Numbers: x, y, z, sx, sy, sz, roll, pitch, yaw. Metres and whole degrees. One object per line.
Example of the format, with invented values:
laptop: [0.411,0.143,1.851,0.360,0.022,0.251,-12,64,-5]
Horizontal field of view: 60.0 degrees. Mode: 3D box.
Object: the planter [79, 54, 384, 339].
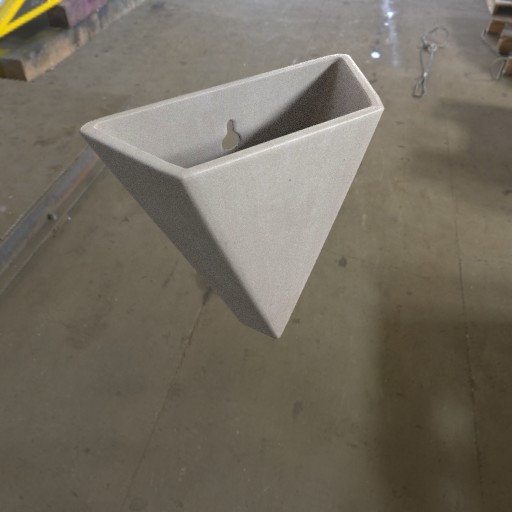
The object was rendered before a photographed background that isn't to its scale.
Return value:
planter: [0.000,0.000,0.275,0.150,0.197,0.060,-24,51,-21]
